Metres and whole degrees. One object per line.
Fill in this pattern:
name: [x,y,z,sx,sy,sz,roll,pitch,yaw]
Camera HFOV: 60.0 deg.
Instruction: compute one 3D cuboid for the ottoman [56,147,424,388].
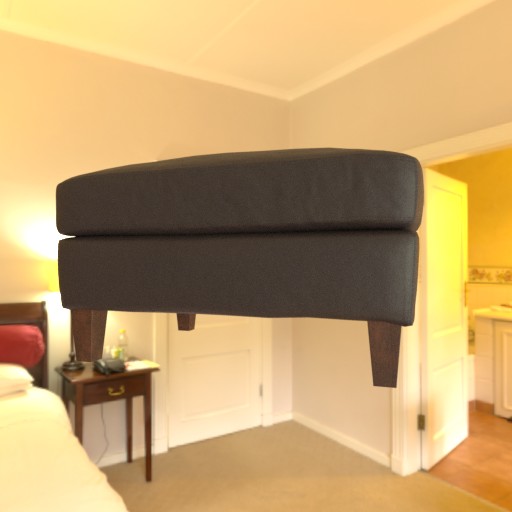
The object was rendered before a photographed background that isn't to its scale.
ottoman: [0.000,0.000,1.258,0.887,0.529,0.659,0,-1,18]
